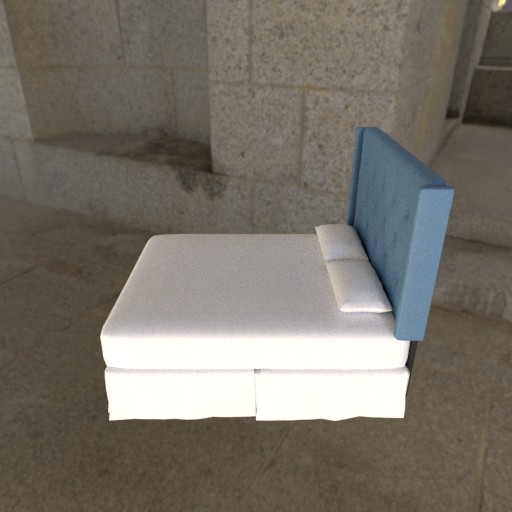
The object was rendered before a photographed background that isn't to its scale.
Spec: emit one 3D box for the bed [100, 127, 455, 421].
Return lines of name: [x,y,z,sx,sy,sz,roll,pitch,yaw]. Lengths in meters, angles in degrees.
bed: [0.000,0.000,3.406,2.078,1.665,1.719,0,27,0]
